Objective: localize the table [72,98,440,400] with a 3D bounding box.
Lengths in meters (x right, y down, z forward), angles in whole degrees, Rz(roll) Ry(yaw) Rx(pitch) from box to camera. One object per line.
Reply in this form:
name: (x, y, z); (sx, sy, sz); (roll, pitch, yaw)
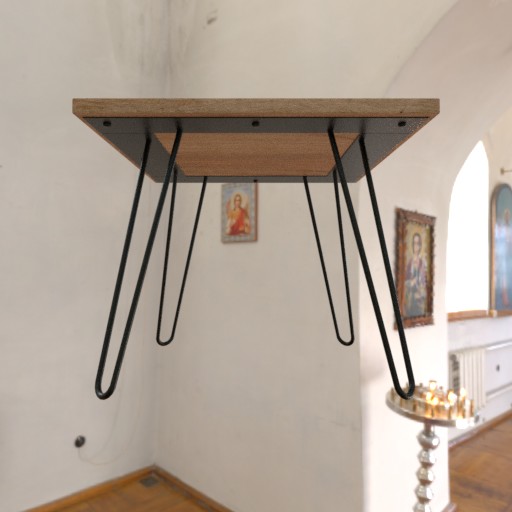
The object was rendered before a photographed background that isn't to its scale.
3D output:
table: (0.000, 0.000, 1.013); (0.599, 0.500, 0.599); (0, -1, 0)
